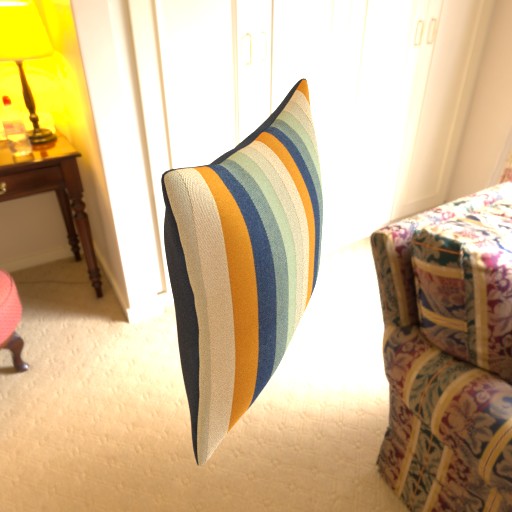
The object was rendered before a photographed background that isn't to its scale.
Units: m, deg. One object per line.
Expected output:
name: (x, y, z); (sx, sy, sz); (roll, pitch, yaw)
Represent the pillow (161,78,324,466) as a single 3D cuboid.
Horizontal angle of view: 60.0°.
pillow: (0.000, 0.000, 0.706); (0.173, 0.454, 0.463); (12, 34, 18)
